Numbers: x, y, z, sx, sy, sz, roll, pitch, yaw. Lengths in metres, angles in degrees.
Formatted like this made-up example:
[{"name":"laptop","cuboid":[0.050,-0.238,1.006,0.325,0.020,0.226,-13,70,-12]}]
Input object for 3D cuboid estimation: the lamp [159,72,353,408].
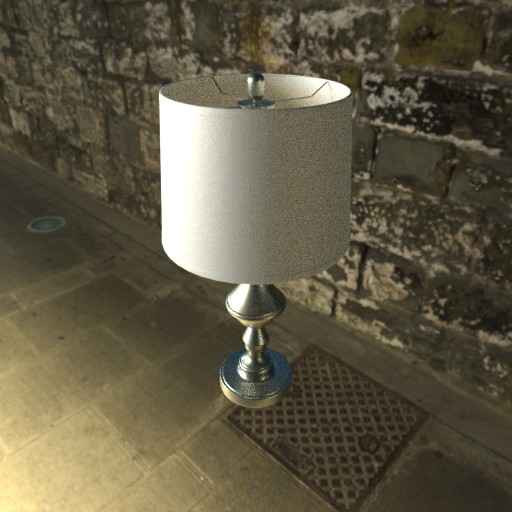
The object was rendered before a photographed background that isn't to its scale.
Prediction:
[{"name":"lamp","cuboid":[0.000,0.000,0.947,0.383,0.733,0.383,0,31,0]}]
